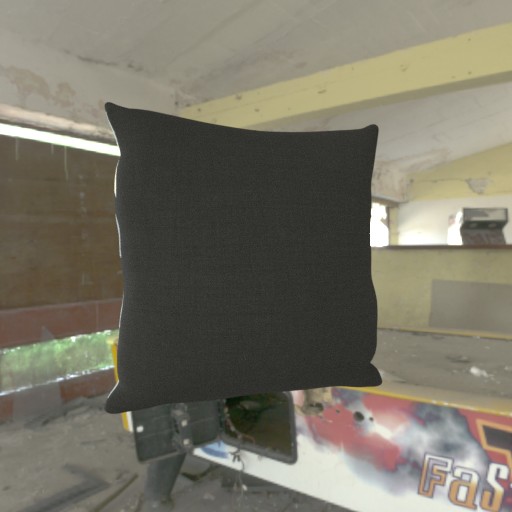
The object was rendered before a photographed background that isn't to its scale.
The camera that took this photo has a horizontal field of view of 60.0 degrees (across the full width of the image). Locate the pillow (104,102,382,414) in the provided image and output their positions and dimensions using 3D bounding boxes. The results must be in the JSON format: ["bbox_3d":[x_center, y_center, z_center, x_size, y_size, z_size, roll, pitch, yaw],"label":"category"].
[{"bbox_3d":[0.000,0.000,0.775,0.503,0.496,0.208,0,0,-18],"label":"pillow"}]
